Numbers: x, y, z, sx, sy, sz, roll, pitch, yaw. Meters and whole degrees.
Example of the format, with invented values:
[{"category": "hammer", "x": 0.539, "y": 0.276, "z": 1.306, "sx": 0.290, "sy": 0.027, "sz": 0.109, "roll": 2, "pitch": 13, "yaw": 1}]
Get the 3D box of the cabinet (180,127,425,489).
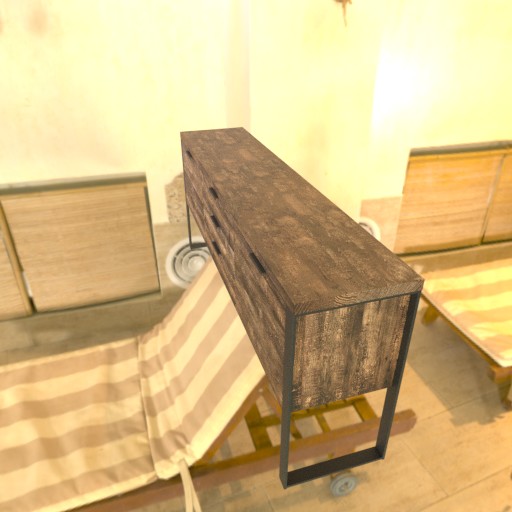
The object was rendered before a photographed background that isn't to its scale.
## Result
[{"category": "cabinet", "x": 0.000, "y": 0.000, "z": 2.085, "sx": 0.395, "sy": 0.762, "sz": 1.800, "roll": -9, "pitch": 31, "yaw": -15}]
